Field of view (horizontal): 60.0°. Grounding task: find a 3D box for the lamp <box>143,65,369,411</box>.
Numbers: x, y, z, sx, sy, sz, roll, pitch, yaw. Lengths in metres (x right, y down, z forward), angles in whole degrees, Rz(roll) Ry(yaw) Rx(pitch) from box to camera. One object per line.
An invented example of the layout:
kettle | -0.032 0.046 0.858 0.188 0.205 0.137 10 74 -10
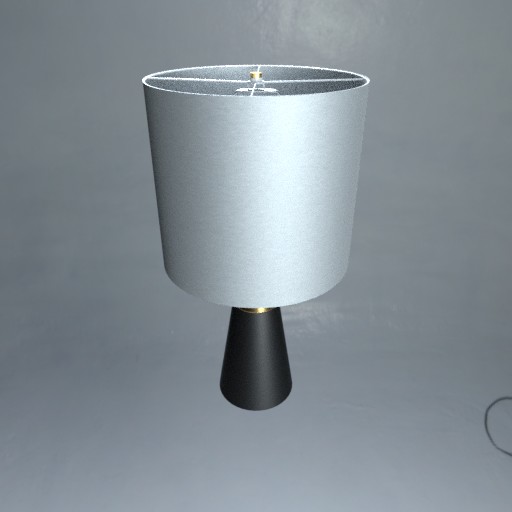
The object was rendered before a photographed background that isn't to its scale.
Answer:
lamp | 0.000 0.000 0.754 0.308 0.580 0.308 1 29 2
